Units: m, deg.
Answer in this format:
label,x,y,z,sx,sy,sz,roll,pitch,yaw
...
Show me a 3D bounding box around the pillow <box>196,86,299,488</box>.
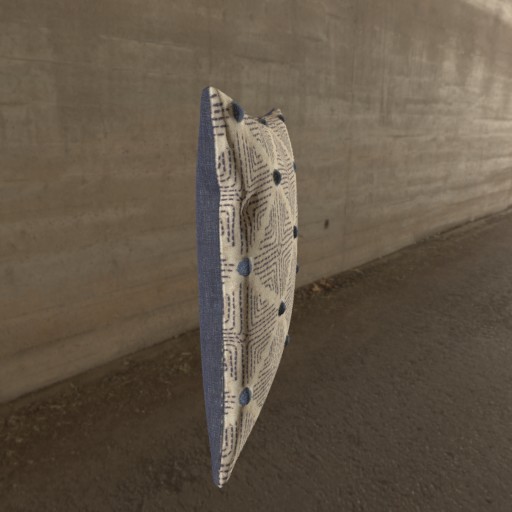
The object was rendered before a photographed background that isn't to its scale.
label,x,y,z,sx,sy,sz,roll,pitch,yaw
pillow,0.000,0.000,0.767,0.145,0.510,0.510,3,16,10
